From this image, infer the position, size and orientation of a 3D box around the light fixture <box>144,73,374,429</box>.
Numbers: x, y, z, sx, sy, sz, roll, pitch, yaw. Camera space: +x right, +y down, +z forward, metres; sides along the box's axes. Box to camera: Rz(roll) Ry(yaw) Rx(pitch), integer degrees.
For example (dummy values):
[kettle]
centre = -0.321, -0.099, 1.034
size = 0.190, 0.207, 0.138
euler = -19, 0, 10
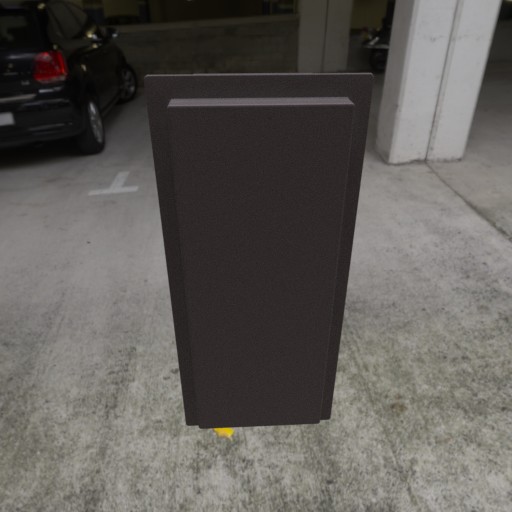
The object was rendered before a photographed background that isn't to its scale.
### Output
[light fixture]
centre = 0.000, 0.000, 0.430
size = 0.153, 0.347, 0.146
euler = -2, 31, -3
